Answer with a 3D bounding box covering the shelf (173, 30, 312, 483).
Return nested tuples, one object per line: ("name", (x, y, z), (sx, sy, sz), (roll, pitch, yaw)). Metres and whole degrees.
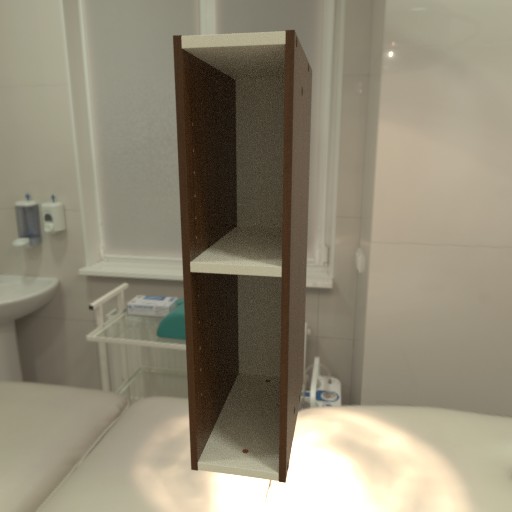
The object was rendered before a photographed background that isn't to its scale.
("shelf", (0.000, 0.000, 0.719), (0.147, 0.600, 0.290), (3, 14, 11))
